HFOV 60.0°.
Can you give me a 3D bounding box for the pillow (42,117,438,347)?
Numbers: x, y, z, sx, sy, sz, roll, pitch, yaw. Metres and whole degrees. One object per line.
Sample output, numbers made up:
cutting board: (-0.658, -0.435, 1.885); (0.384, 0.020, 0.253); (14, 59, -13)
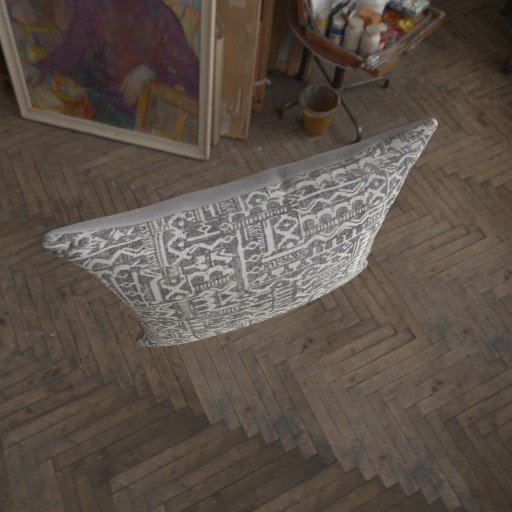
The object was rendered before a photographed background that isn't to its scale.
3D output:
pillow: (0.000, 0.000, 0.779); (0.546, 0.487, 0.180); (-18, 66, -9)
